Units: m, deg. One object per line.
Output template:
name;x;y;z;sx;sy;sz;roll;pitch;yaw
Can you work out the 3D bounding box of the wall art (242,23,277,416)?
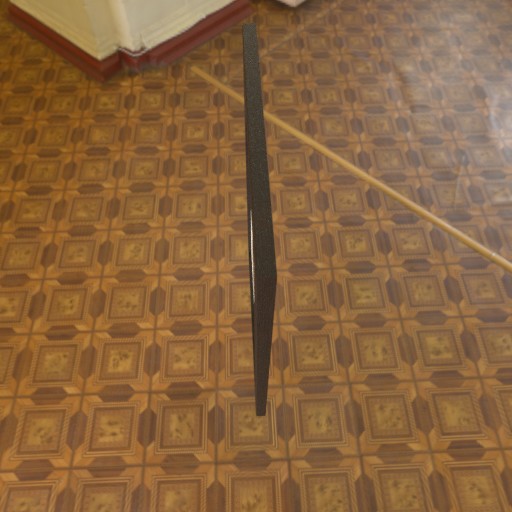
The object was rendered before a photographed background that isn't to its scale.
wall art;0.000;0.000;0.671;0.017;0.513;0.359;-2;58;-1
